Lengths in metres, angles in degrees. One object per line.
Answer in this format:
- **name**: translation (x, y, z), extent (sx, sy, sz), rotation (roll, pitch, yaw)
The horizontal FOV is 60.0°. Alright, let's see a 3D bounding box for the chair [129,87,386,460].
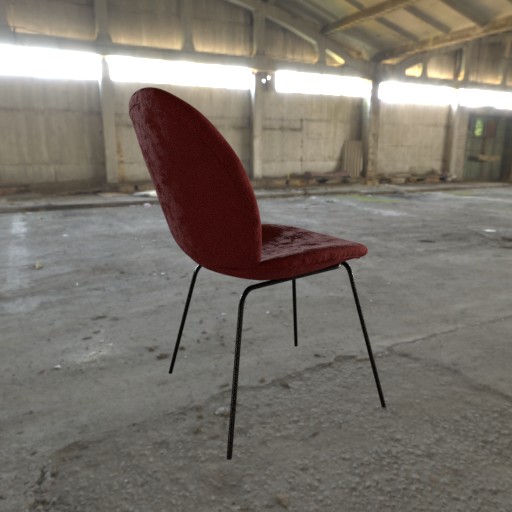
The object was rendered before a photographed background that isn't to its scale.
- **chair**: translation (0.000, 0.000, 1.165), extent (0.587, 0.791, 0.458), rotation (-7, 14, -27)
